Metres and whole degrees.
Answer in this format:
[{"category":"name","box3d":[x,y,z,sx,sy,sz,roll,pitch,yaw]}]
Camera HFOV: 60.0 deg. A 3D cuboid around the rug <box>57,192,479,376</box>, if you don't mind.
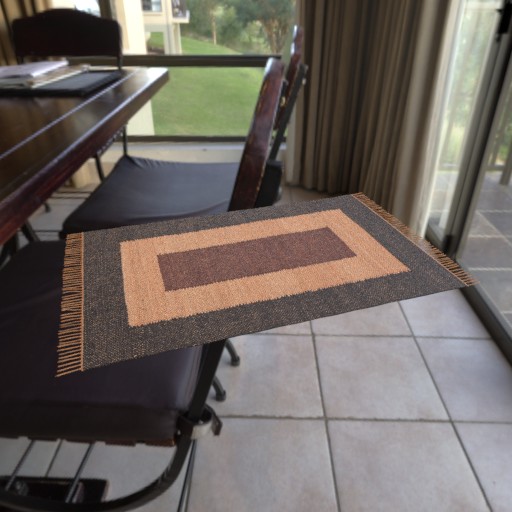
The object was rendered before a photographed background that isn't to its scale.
[{"category":"rug","box3d":[0.000,0.000,1.867,1.541,0.013,0.920,-10,33,-15]}]
